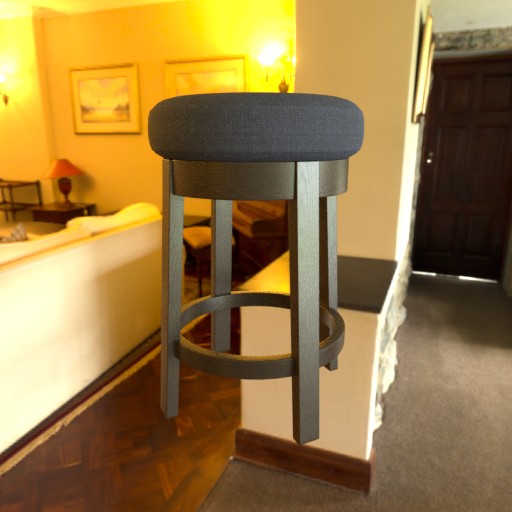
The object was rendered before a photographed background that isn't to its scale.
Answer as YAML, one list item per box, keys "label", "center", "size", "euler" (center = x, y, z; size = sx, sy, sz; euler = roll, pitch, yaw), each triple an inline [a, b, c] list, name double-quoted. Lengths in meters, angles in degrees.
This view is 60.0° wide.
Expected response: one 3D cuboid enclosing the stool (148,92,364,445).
- label: "stool"
  center: [0.000, 0.000, 0.971]
  size: [0.449, 0.655, 0.449]
  euler: [0, 15, 0]
